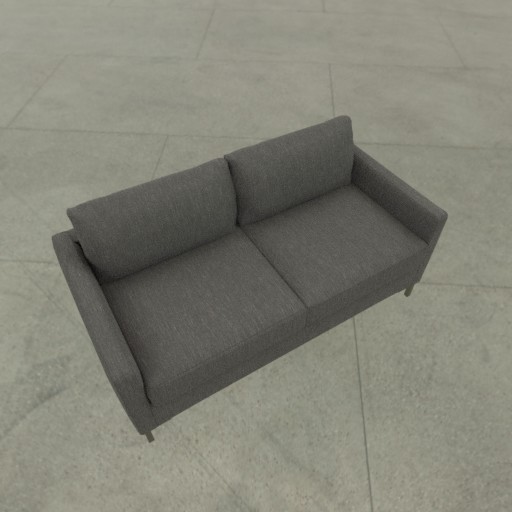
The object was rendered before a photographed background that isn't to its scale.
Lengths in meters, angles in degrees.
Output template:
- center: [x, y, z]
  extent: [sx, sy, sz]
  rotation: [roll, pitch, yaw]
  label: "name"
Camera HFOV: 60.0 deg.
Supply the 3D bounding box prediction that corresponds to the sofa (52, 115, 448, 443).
- center: [0.000, 0.000, 2.190]
  extent: [1.682, 0.840, 0.875]
  rotation: [-24, 52, -21]
  label: "sofa"
